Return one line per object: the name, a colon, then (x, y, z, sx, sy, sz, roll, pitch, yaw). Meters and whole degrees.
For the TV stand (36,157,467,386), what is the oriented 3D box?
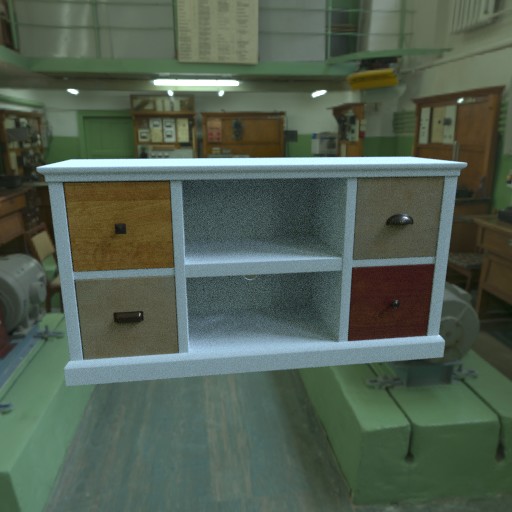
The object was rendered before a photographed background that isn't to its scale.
TV stand: (0.000, 0.000, 1.480, 1.187, 0.624, 0.424, -2, 16, -8)
